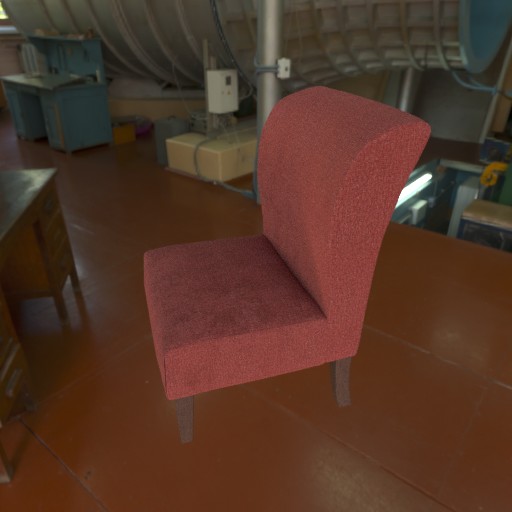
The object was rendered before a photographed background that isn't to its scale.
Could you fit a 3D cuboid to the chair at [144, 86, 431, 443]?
[{"bbox_3d":[0.000,0.000,1.282,0.640,0.846,0.538,-8,30,-15],"label":"chair"}]
